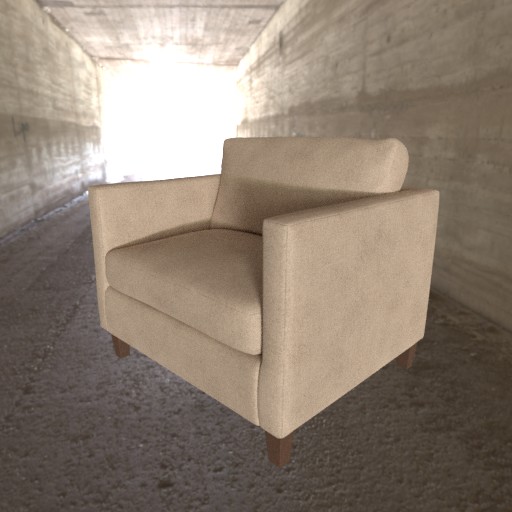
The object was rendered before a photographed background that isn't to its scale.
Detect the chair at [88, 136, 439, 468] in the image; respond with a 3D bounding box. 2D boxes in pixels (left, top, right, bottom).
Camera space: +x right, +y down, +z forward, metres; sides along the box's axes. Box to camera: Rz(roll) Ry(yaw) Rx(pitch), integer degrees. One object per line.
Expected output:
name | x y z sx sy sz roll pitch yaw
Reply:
chair | 0.000 0.000 1.849 1.133 0.961 0.959 15 22 43
